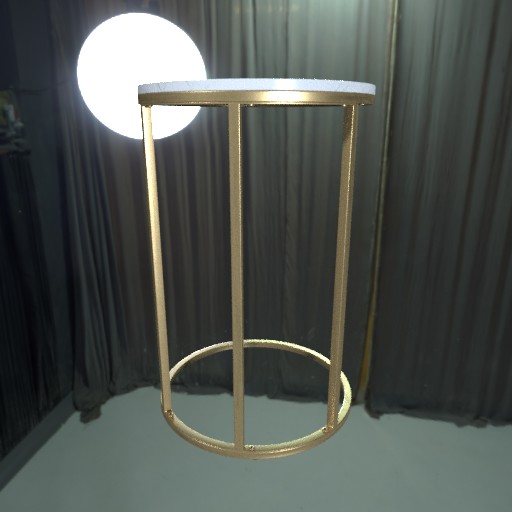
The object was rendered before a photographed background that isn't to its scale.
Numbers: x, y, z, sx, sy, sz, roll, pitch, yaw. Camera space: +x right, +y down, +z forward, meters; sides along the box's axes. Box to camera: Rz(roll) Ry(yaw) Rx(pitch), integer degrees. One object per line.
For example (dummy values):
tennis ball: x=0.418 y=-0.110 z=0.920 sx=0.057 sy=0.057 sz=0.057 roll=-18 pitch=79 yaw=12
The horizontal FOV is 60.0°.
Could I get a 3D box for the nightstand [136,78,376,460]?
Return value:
nightstand: x=0.000 y=0.000 z=0.857 sx=0.400 sy=0.610 sz=0.400 roll=3 pitch=18 yaw=8
